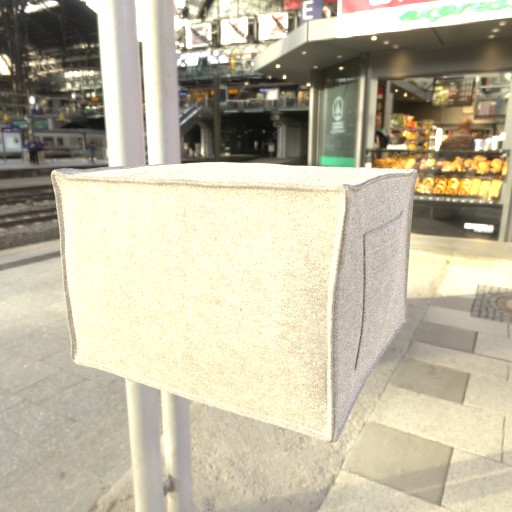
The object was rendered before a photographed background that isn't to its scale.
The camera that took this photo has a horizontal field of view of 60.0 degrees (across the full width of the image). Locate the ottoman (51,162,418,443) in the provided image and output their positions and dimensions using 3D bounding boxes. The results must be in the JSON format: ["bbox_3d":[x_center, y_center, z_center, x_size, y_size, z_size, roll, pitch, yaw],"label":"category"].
[{"bbox_3d":[0.000,0.000,1.146,0.696,0.470,0.707,7,16,27],"label":"ottoman"}]
